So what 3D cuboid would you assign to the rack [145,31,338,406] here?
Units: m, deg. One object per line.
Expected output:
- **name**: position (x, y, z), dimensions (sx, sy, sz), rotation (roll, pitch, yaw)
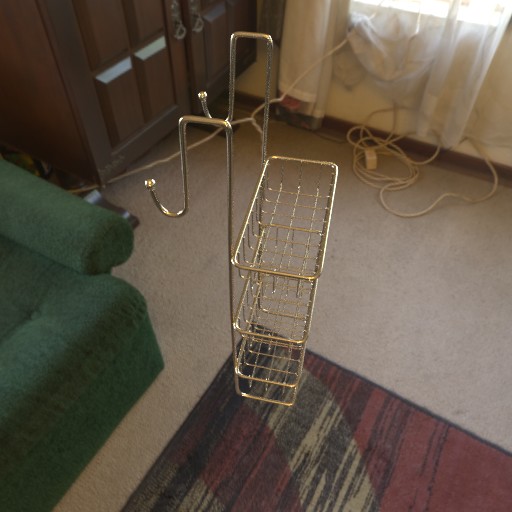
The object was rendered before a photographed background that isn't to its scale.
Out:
- **rack**: position (0.000, 0.000, 0.674), dimensions (0.202, 0.574, 0.228), rotation (9, 49, 8)
